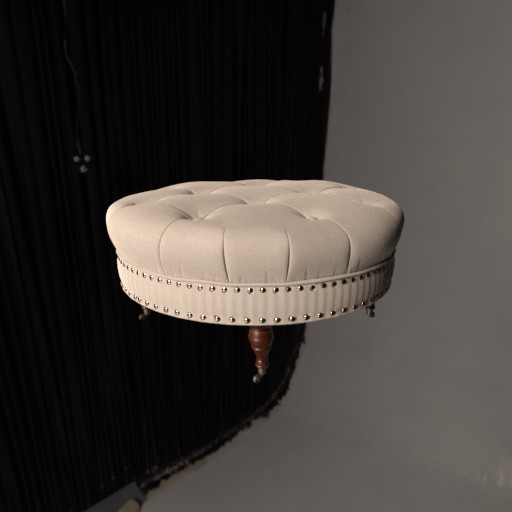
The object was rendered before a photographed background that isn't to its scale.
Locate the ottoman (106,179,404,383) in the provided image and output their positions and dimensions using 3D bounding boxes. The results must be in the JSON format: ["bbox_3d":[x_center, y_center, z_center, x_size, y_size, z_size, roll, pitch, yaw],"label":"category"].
[{"bbox_3d":[0.000,0.000,1.428,0.901,0.439,0.901,0,16,0],"label":"ottoman"}]
